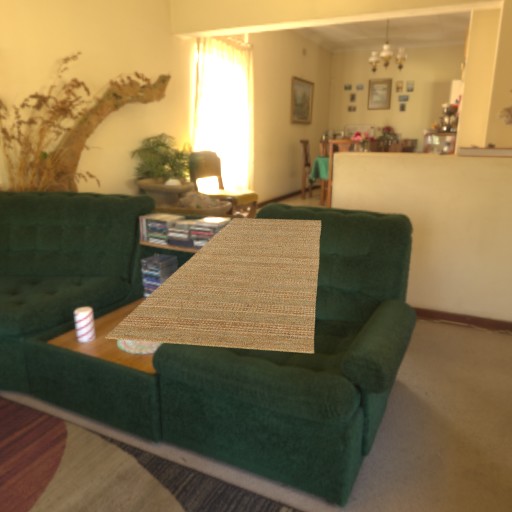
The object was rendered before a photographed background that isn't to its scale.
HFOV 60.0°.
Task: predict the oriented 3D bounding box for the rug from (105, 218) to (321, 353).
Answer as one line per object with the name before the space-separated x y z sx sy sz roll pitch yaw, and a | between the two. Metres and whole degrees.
rug | 0.000 0.000 2.763 0.783 0.006 2.438 2 16 8
